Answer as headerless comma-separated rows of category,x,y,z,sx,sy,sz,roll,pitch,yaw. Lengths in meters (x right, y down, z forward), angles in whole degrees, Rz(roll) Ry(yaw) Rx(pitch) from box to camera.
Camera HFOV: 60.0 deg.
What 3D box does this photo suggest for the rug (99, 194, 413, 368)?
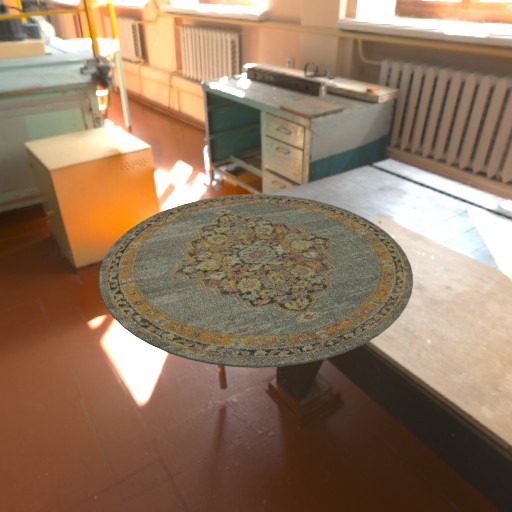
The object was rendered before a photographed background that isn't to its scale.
rug,0.000,0.000,2.352,1.598,0.010,1.598,0,32,0
